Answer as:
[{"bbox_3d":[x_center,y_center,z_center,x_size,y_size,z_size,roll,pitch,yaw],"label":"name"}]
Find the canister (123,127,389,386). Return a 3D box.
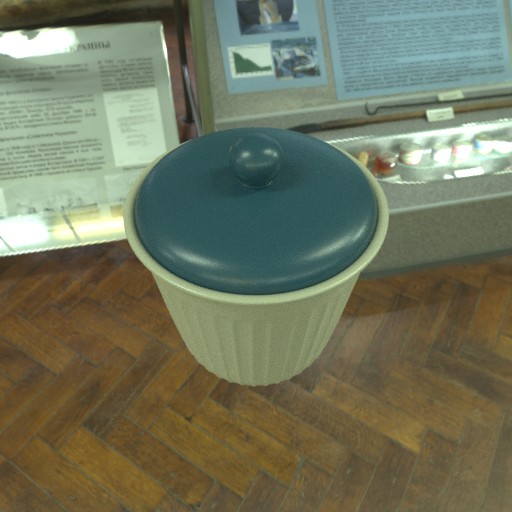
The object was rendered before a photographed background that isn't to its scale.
[{"bbox_3d":[0.000,0.000,0.350,0.181,0.211,0.181,0,47,0],"label":"canister"}]
